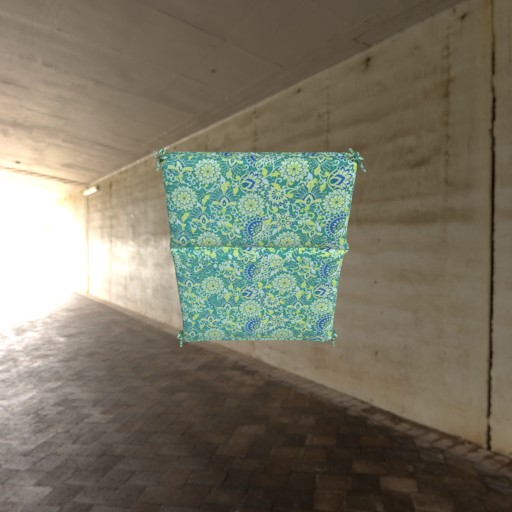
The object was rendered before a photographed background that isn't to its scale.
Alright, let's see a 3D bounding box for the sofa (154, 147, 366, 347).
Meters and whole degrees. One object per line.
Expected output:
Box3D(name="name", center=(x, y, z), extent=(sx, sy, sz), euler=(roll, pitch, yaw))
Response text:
Box3D(name="sofa", center=(0.000, 0.000, 1.968), extent=(0.582, 0.622, 1.663), euler=(0, 1, -1))
